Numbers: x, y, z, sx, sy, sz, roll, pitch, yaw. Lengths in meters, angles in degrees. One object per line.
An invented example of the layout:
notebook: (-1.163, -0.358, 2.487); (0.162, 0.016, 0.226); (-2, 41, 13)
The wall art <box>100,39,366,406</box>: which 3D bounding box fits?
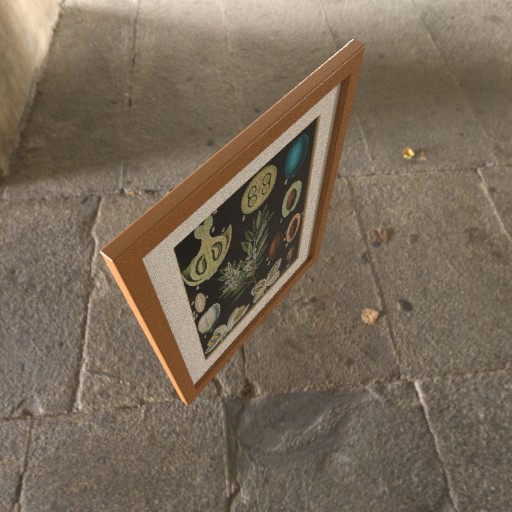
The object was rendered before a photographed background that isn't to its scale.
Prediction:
wall art: (0.000, 0.000, 0.745); (0.021, 0.550, 0.449); (35, 64, 20)
